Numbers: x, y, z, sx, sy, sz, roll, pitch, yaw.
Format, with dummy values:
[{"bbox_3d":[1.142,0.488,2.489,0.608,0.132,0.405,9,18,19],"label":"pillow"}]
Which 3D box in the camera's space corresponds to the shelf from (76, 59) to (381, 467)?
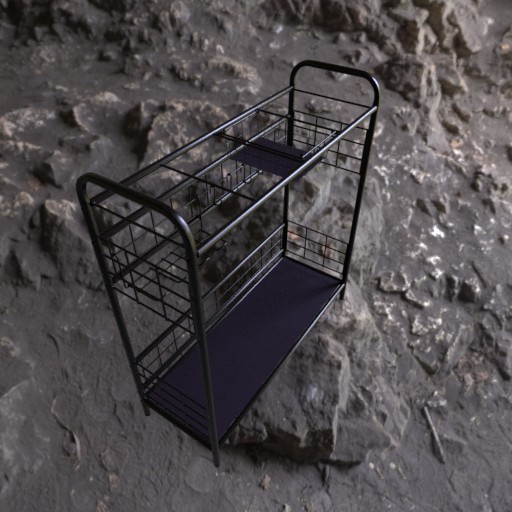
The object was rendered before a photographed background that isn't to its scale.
[{"bbox_3d":[0.000,0.000,1.524,0.350,1.026,0.961,24,46,26],"label":"shelf"}]
